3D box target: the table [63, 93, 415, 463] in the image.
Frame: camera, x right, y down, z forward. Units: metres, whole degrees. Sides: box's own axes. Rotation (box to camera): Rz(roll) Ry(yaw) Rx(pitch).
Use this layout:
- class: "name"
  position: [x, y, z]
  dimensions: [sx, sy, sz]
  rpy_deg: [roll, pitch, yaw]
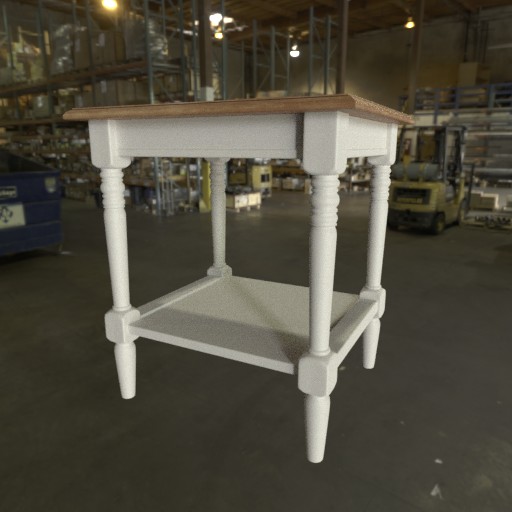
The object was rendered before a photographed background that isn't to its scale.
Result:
- class: "table"
  position: [0.000, 0.000, 0.905]
  dimensions: [0.508, 0.561, 0.457]
  rpy_deg: [7, 16, 27]
